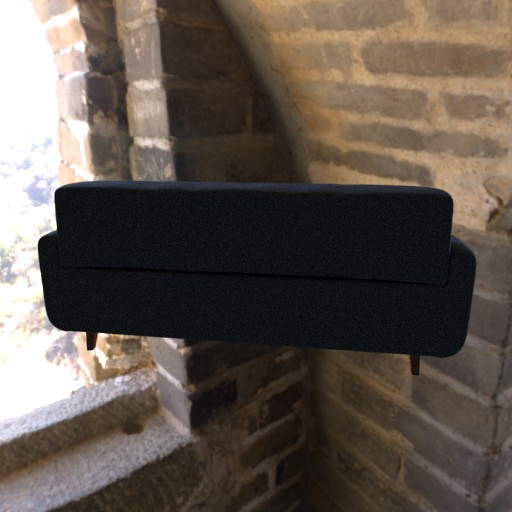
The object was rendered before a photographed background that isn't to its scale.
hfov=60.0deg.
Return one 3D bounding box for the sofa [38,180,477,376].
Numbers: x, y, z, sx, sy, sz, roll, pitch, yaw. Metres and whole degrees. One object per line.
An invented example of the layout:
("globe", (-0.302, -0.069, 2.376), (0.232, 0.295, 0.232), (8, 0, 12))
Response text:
("sofa", (0.000, 0.000, 2.507), (2.055, 0.884, 0.942), (2, 16, 8))
